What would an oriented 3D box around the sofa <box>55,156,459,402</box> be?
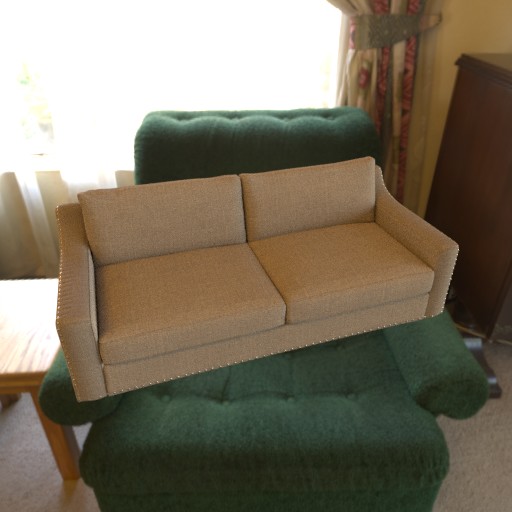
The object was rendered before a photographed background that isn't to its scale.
[{"bbox_3d":[0.000,0.000,2.704,2.208,0.857,1.000,-10,33,-16],"label":"sofa"}]
